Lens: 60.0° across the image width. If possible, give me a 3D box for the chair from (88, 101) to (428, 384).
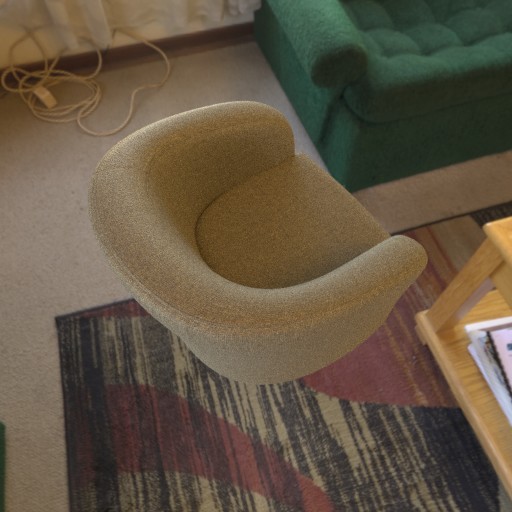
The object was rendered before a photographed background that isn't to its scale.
[{"bbox_3d":[0.000,0.000,1.415,0.815,0.771,0.791,-30,63,-17],"label":"chair"}]
